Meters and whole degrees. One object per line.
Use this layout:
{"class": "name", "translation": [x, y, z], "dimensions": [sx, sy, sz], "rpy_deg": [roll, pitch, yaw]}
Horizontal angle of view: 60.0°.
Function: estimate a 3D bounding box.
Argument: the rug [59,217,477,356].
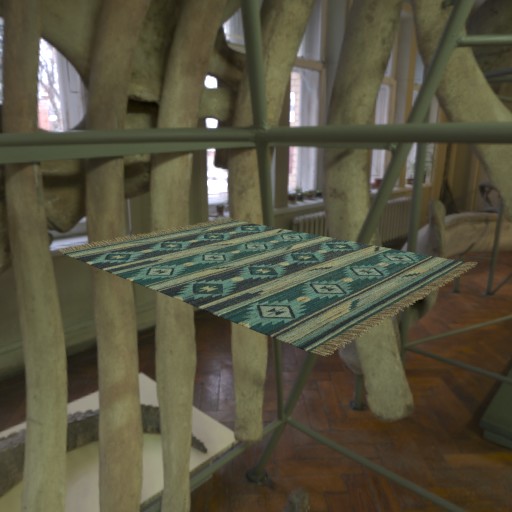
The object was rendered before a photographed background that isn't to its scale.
{"class": "rug", "translation": [0.000, 0.000, 4.268], "dimensions": [3.307, 0.047, 2.418], "rpy_deg": [14, 21, 41]}
